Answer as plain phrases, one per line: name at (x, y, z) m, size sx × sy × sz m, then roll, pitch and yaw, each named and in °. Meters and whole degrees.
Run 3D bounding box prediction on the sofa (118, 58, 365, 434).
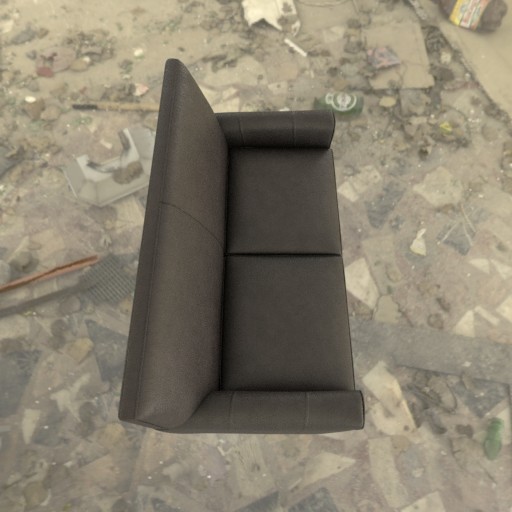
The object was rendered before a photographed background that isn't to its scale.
sofa at (0.000, 0.000, 1.964) m, size 0.787 × 0.871 × 1.473 m, roll 0°, pitch 63°, yaw 0°
